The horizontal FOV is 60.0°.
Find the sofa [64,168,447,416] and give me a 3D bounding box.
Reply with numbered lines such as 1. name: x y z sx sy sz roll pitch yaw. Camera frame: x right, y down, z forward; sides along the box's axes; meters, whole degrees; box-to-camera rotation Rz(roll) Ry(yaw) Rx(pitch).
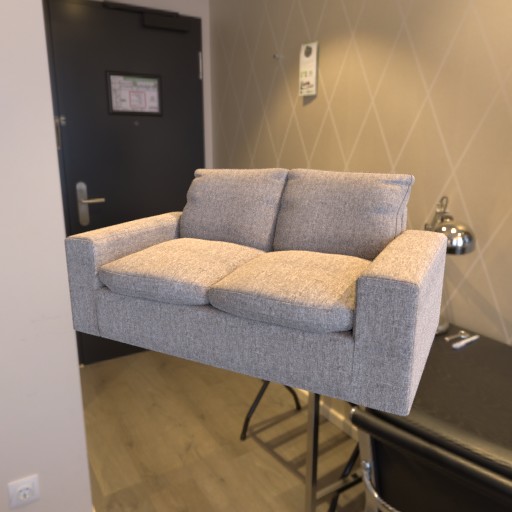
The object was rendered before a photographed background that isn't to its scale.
1. sofa: 0.000 0.000 2.335 1.758 0.877 1.094 7 15 27
